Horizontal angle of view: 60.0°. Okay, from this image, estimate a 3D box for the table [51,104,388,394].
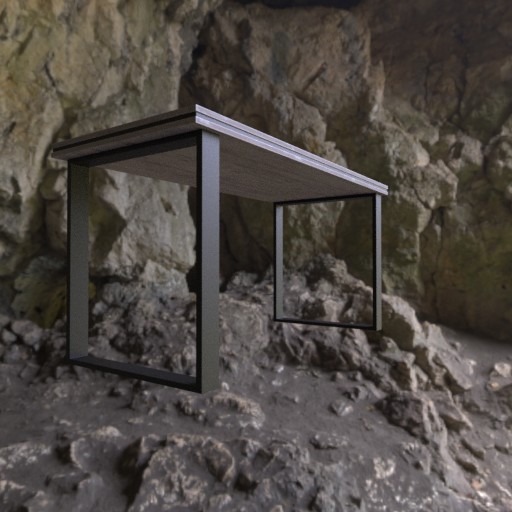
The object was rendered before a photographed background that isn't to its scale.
[{"bbox_3d":[0.000,0.000,2.301,0.795,0.899,1.778,-1,-1,35],"label":"table"}]
